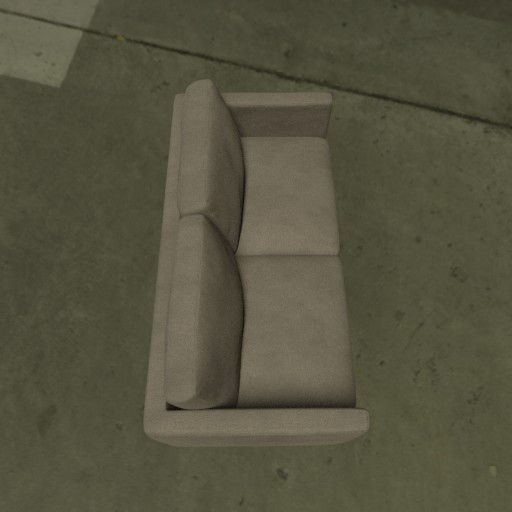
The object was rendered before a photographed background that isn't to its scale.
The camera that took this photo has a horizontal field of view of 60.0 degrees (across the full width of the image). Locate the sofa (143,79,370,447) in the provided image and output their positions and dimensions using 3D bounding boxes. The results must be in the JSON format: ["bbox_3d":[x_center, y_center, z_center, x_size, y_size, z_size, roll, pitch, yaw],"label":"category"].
[{"bbox_3d":[0.000,0.000,2.423,0.950,0.963,1.884,-1,64,0],"label":"sofa"}]
